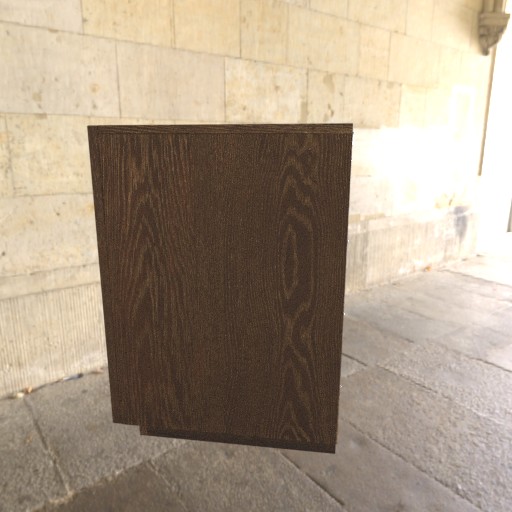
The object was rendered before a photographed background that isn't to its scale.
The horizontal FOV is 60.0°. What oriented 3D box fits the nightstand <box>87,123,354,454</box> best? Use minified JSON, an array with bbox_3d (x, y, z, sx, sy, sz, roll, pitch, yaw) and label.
[{"bbox_3d":[0.000,0.000,1.137,0.457,0.612,0.775,2,14,8],"label":"nightstand"}]
